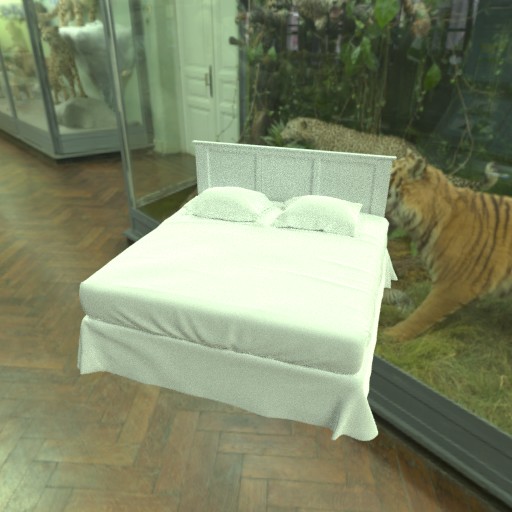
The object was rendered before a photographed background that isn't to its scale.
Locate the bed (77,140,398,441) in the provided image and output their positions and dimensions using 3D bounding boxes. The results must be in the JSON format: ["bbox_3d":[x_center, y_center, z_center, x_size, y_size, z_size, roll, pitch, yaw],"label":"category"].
[{"bbox_3d":[0.000,0.000,3.644,2.317,1.273,2.215,9,29,16],"label":"bed"}]
